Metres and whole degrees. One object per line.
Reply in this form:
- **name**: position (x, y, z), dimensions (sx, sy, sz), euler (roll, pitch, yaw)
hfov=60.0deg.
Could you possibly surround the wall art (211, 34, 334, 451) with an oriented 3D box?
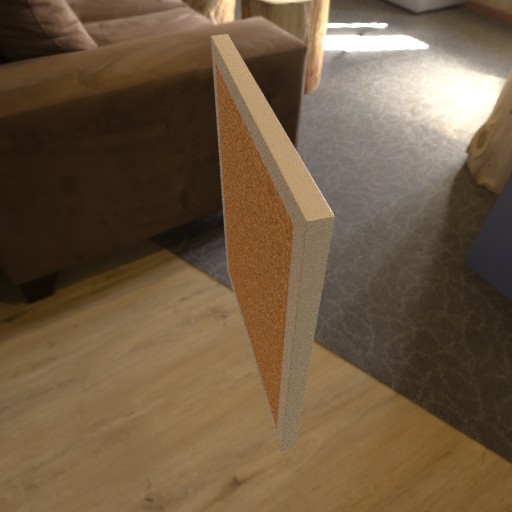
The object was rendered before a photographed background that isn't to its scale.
- **wall art**: position (0.000, 0.000, 0.751), dimensions (0.028, 0.556, 0.454), euler (-11, 47, -10)
